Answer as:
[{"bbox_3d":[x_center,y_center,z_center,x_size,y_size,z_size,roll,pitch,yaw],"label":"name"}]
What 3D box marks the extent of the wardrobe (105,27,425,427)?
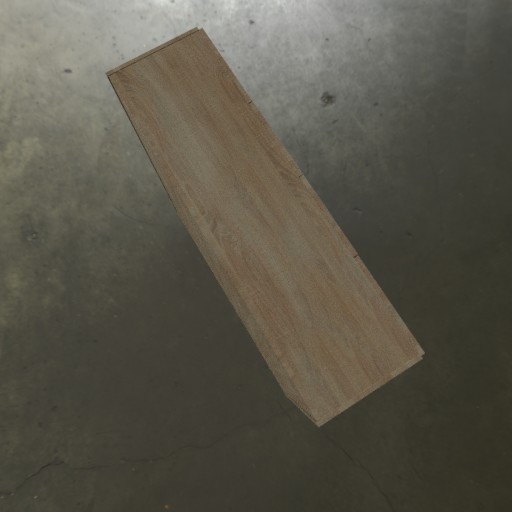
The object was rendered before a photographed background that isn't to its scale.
[{"bbox_3d":[0.000,0.000,3.150,0.598,2.159,1.998,-31,78,-7],"label":"wardrobe"}]
